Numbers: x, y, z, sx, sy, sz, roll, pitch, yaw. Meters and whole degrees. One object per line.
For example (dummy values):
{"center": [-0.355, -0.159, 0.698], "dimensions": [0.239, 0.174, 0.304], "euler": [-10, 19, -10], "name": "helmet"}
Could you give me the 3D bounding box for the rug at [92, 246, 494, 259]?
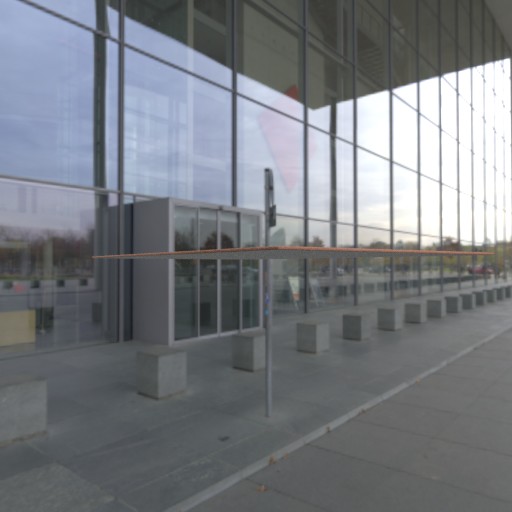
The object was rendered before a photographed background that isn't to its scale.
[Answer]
{"center": [0.000, 0.000, 3.024], "dimensions": [1.524, 0.014, 2.438], "euler": [1, -1, -35], "name": "rug"}
